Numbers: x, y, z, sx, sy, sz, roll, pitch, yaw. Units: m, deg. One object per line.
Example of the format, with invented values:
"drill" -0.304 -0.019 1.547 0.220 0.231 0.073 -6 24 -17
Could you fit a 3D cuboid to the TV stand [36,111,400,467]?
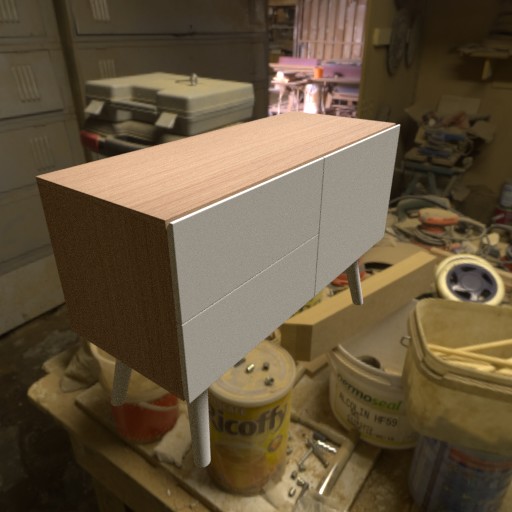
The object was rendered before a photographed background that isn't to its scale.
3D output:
"TV stand" 0.000 0.000 1.319 0.407 0.660 0.991 19 33 32
